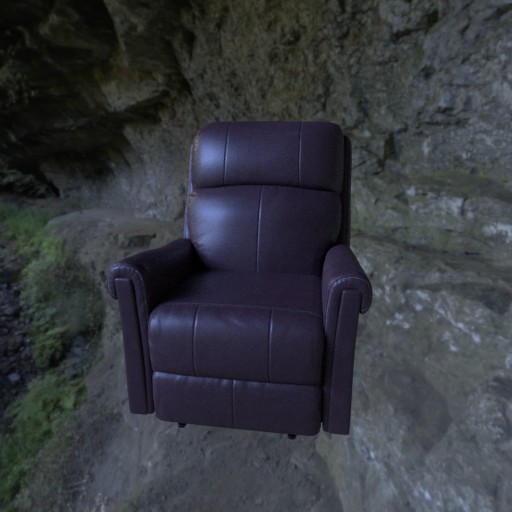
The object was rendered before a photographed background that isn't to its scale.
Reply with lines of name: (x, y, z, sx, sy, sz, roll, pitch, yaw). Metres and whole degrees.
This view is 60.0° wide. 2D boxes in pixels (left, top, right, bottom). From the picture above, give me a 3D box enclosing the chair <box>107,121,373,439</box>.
chair: (0.000, 0.000, 1.798, 0.838, 1.054, 1.014, 3, 17, 8)
